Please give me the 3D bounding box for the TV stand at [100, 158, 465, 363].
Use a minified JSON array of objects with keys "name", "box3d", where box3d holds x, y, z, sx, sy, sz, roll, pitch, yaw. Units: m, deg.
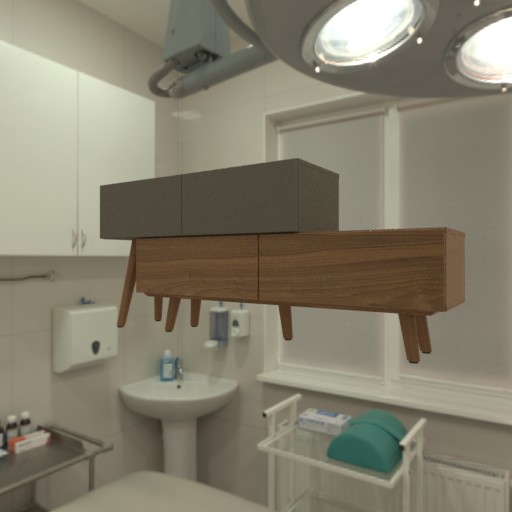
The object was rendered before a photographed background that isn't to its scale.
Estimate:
[{"name":"TV stand","box3d":[0.000,0.000,1.599,1.336,0.591,0.329,0,0,34]}]
